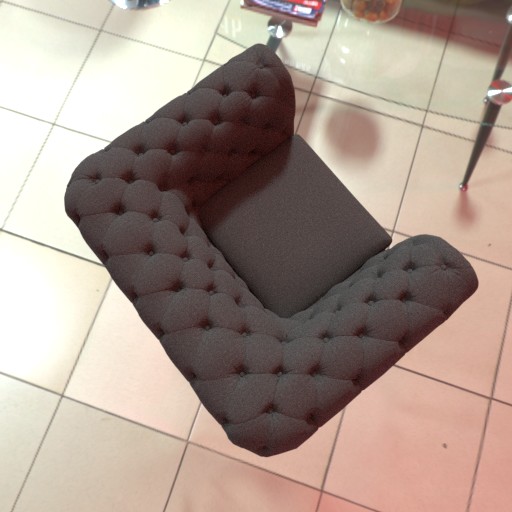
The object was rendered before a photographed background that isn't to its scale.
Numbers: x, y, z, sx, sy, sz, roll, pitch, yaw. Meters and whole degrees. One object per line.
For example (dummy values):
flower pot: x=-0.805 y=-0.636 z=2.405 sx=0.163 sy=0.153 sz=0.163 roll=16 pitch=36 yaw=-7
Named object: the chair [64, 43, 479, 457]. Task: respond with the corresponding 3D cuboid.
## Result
chair: x=0.000 y=0.000 z=1.840 sx=0.976 sy=0.770 sz=1.270 roll=-37 pitch=79 yaw=-9
